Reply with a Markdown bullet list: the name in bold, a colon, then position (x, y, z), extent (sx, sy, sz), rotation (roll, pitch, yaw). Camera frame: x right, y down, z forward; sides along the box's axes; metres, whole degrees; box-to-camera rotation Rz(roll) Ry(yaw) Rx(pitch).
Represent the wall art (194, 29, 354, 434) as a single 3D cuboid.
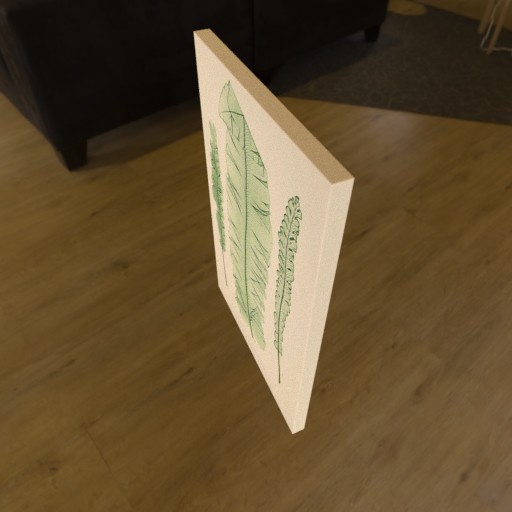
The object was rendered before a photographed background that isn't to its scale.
- **wall art**: position (0.000, 0.000, 1.157), extent (0.038, 0.914, 0.610), rotation (-18, 50, -16)
